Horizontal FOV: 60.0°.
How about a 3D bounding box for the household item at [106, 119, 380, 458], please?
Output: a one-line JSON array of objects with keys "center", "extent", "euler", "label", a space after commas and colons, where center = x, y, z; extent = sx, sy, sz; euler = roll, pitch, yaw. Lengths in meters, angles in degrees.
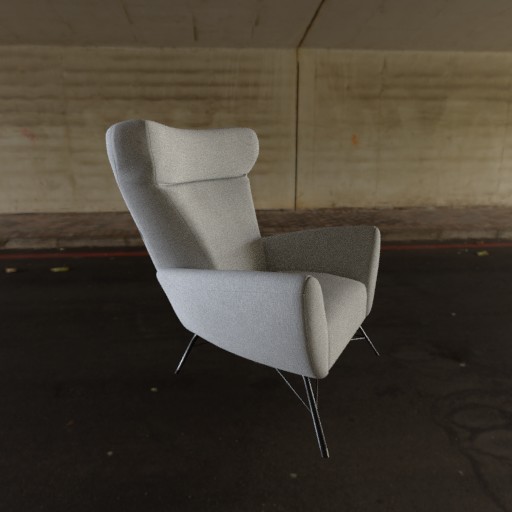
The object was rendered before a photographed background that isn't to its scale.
[{"center": [0.000, 0.000, 1.814], "extent": [0.900, 1.050, 0.980], "euler": [7, 15, 26], "label": "household item"}]
